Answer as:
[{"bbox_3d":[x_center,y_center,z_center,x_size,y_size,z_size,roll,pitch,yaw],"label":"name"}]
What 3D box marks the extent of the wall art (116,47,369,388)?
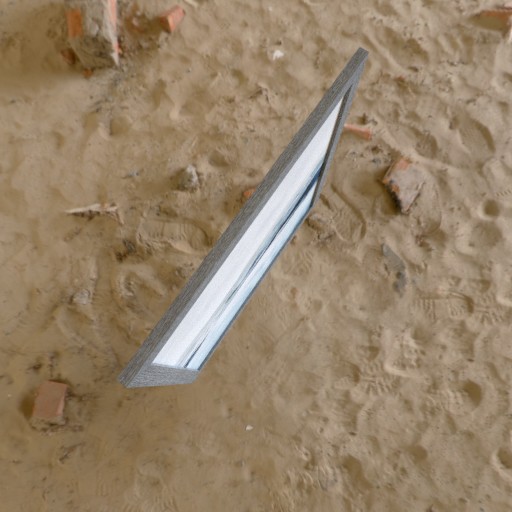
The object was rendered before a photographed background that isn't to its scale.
[{"bbox_3d":[0.000,0.000,1.036,0.020,0.685,0.685,33,77,9],"label":"wall art"}]
